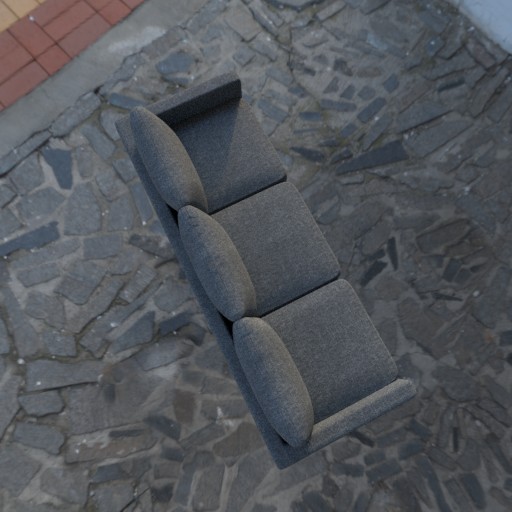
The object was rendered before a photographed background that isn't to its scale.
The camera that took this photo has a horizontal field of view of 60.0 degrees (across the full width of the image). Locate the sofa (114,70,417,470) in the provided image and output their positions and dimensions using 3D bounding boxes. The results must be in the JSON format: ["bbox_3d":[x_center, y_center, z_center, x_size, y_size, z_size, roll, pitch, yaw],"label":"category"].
[{"bbox_3d":[0.000,0.000,2.734,0.859,0.874,2.218,-26,77,-6],"label":"sofa"}]
